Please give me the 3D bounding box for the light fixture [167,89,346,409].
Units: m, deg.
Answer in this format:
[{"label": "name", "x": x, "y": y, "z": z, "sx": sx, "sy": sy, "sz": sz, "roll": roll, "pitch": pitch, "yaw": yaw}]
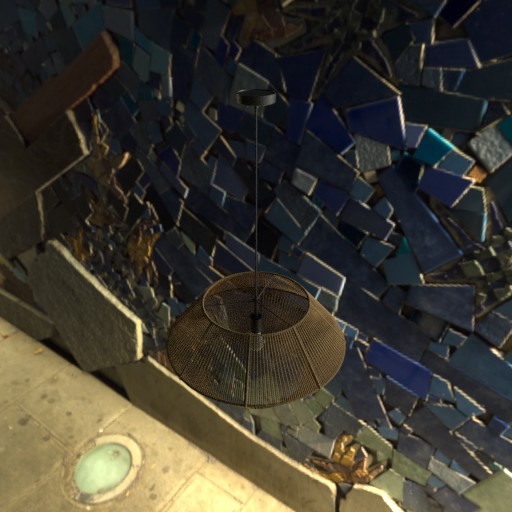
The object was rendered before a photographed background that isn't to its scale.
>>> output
[{"label": "light fixture", "x": 0.000, "y": 0.000, "z": 1.436, "sx": 0.643, "sy": 1.009, "sz": 0.643, "roll": 0, "pitch": 30, "yaw": 0}]
